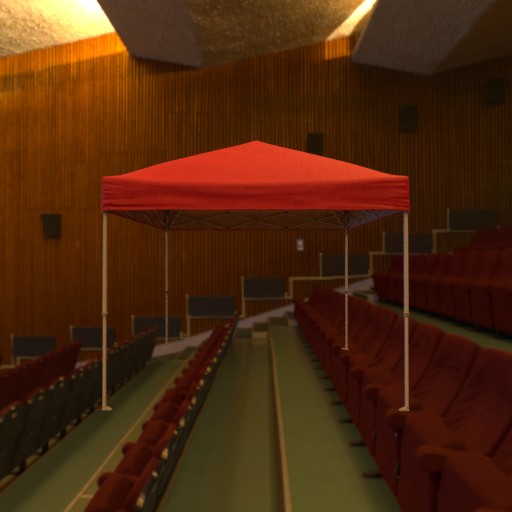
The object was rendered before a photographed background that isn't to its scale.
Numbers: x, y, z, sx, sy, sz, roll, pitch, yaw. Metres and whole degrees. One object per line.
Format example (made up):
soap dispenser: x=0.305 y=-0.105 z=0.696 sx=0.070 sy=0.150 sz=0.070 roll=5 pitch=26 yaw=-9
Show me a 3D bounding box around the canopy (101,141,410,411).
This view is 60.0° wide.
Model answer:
canopy: x=0.000 y=0.000 z=5.754 sx=2.998 sy=2.997 sz=2.996 roll=0 pitch=0 yaw=0
